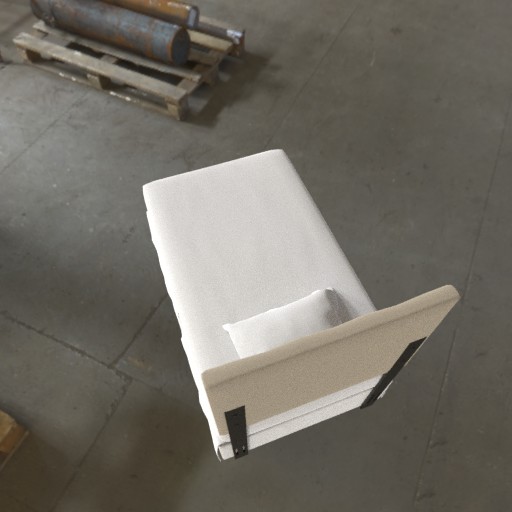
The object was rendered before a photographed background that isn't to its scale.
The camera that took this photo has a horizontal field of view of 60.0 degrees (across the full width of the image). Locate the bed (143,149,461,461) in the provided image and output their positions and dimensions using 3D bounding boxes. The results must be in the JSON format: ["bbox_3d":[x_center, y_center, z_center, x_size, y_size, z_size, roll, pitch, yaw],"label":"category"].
[{"bbox_3d":[0.000,0.000,2.913,1.261,1.571,1.997,-17,58,-11],"label":"bed"}]
